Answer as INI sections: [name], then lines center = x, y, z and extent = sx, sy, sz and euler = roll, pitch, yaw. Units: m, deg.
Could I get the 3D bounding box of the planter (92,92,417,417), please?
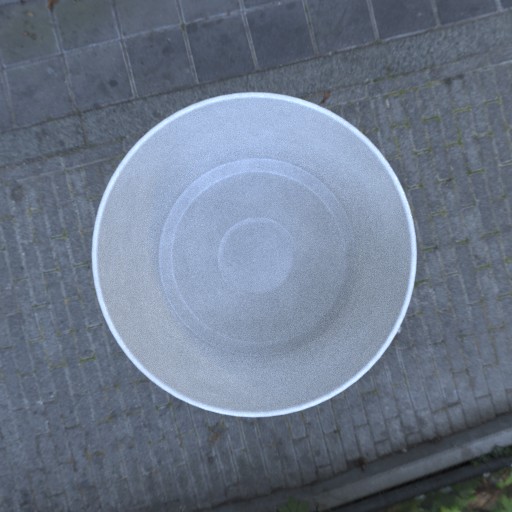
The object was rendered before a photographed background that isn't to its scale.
[planter]
center = 0.000, 0.000, 0.458
extent = 0.250, 0.239, 0.250
euler = 0, 89, 1
